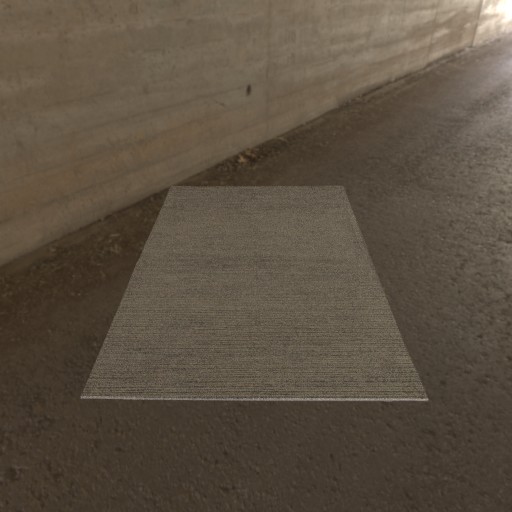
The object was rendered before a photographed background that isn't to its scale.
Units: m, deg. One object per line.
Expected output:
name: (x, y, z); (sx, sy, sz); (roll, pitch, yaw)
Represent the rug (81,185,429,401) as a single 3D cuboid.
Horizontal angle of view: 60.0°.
rug: (0.000, 0.000, 2.201); (1.149, 0.021, 1.773); (0, 32, 0)
